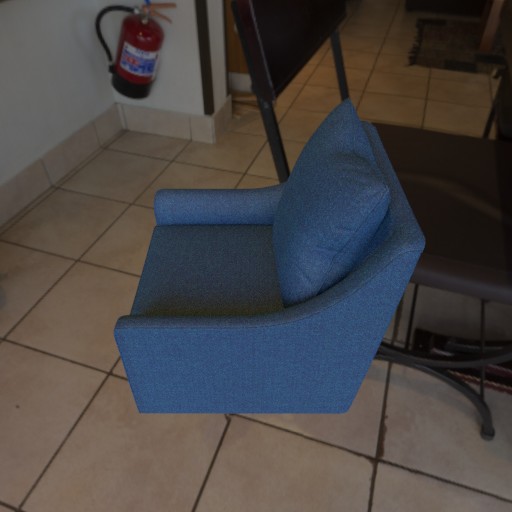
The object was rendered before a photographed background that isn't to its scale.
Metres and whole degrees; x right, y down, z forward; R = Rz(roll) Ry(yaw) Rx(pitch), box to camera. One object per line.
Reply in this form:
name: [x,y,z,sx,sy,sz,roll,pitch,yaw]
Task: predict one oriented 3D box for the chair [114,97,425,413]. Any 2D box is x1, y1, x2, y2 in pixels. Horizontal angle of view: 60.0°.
chair: [0.000,0.000,1.611,0.870,0.939,0.750,0,41,0]
